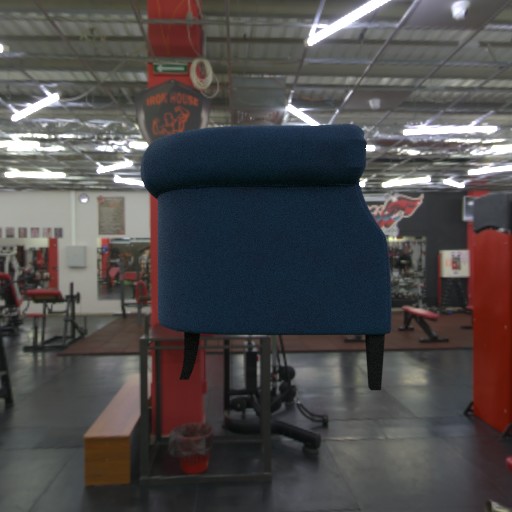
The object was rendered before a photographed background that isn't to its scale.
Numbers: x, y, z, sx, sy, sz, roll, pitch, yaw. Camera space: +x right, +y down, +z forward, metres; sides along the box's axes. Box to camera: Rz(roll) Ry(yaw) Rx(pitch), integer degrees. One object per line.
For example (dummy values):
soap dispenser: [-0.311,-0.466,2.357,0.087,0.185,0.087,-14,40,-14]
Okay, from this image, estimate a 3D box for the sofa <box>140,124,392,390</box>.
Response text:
sofa: [0.000,0.000,2.055,0.835,0.827,1.558,0,0,-1]
